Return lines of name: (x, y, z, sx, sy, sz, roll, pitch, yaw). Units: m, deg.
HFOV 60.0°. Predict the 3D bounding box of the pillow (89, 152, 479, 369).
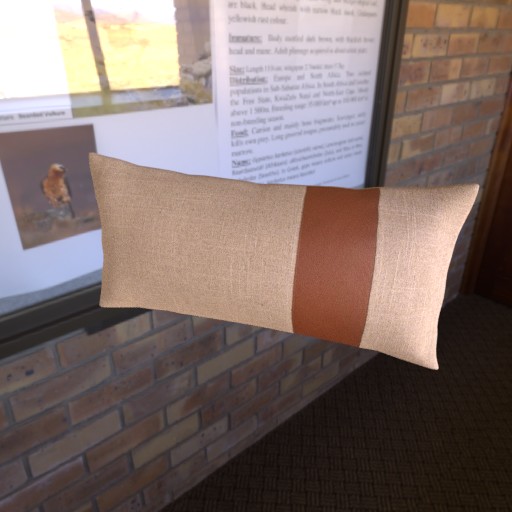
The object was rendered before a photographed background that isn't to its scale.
pillow: (0.000, 0.000, 0.718, 0.612, 0.282, 0.155, 8, 27, 15)
